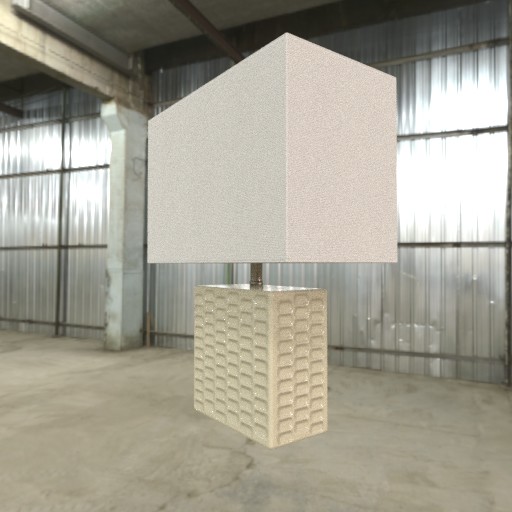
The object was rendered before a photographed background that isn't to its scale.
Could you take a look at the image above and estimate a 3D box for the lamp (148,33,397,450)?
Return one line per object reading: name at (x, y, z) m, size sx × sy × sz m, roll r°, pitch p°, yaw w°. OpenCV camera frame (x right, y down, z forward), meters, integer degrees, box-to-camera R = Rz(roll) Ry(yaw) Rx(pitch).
lamp at (0.000, 0.000, 0.698) m, size 0.200 × 0.515 × 0.380 m, roll 1°, pitch -1°, yaw -37°
